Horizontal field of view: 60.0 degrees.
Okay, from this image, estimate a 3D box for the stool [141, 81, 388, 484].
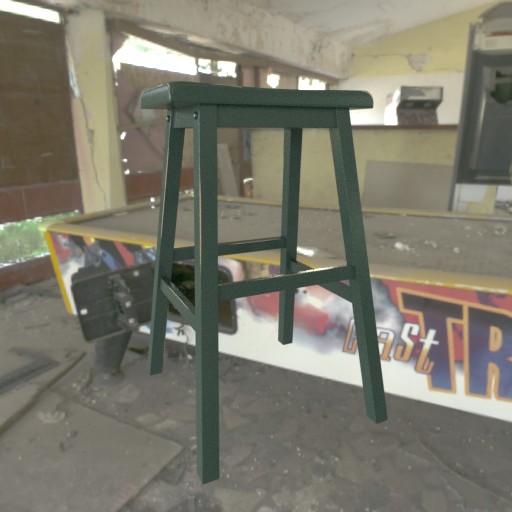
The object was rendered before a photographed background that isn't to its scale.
[{"bbox_3d":[0.000,0.000,1.053,0.457,0.737,0.476,-7,17,-25],"label":"stool"}]
